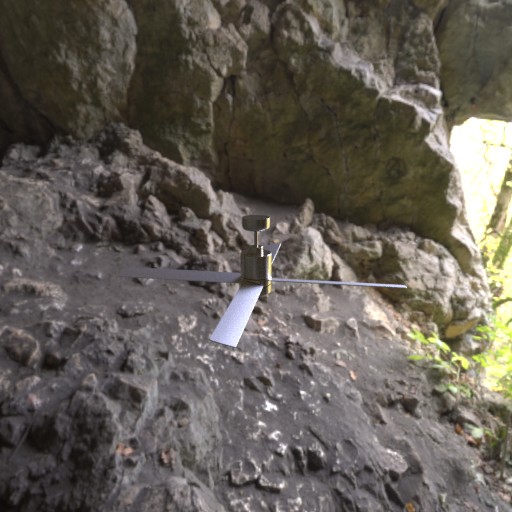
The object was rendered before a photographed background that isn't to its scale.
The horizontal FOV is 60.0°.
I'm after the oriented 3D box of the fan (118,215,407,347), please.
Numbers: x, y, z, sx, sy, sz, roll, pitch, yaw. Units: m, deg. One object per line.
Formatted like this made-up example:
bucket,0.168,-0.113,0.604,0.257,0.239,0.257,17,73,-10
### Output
fan,0.000,0.000,2.002,1.322,0.355,1.322,3,16,9
